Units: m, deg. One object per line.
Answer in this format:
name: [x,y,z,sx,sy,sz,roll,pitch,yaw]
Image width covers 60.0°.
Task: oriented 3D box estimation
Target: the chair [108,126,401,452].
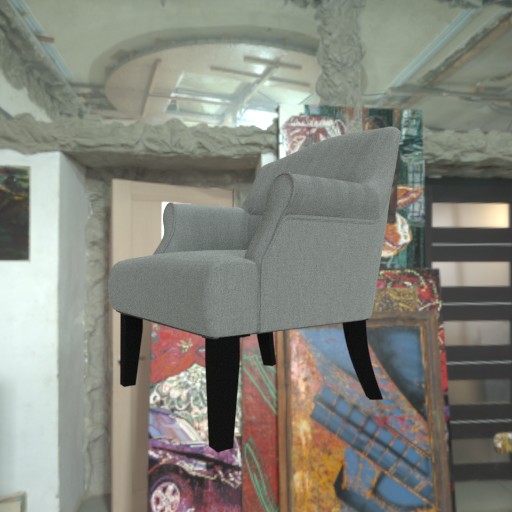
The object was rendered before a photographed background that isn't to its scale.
chair: [0.000,0.000,1.450,0.755,0.880,0.772,1,-1,-35]
